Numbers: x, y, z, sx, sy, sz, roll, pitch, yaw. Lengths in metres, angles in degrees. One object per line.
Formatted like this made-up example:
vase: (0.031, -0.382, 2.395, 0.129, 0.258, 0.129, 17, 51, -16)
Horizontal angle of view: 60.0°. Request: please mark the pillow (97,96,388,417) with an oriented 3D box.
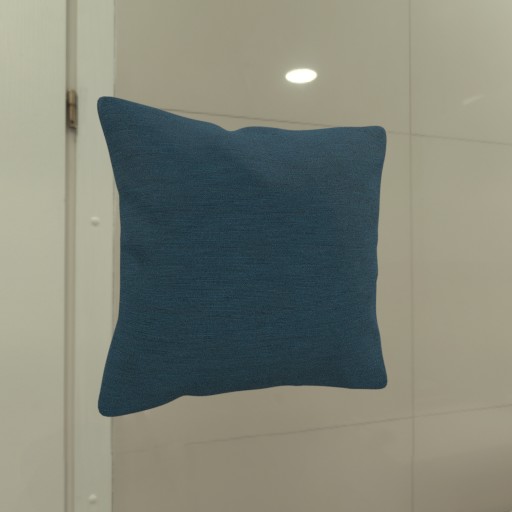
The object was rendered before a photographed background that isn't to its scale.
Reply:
pillow: (0.000, 0.000, 0.643, 0.437, 0.420, 0.177, 0, -1, -18)
